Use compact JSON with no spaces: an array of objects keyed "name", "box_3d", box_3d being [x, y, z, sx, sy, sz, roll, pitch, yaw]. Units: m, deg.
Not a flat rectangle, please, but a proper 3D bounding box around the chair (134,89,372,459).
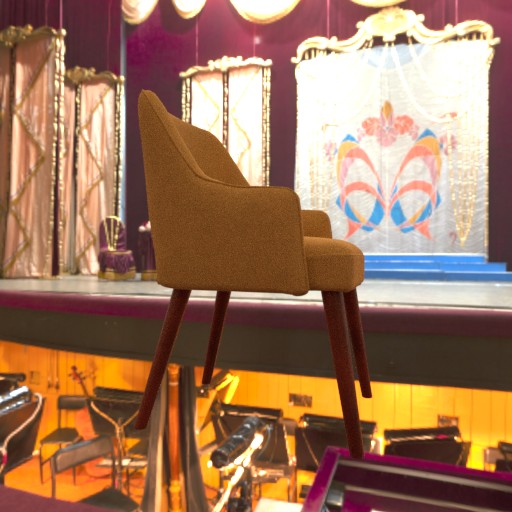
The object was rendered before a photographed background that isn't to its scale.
[{"name":"chair","box_3d":[0.000,0.000,1.222,0.605,0.849,0.548,0,0,17]}]
